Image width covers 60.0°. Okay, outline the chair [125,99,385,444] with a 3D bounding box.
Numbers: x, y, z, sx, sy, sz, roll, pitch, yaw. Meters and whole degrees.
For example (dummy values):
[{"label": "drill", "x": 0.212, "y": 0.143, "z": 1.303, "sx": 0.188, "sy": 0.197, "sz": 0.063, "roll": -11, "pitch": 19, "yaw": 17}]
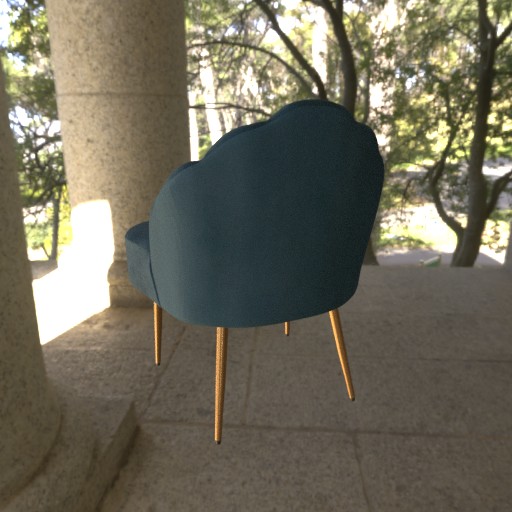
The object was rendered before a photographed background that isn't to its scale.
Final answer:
[{"label": "chair", "x": 0.000, "y": 0.000, "z": 1.272, "sx": 0.657, "sy": 0.819, "sz": 0.599, "roll": -8, "pitch": 18, "yaw": -25}]
